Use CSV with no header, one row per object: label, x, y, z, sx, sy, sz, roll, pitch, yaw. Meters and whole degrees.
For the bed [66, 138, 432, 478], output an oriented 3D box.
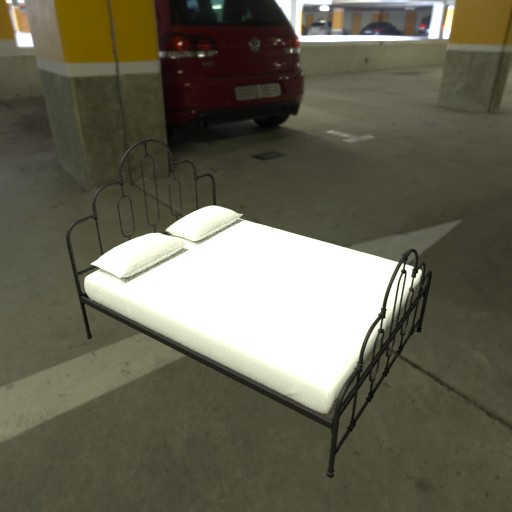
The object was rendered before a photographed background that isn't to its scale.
bed,0.000,0.000,3.249,2.163,1.429,1.640,18,32,31
